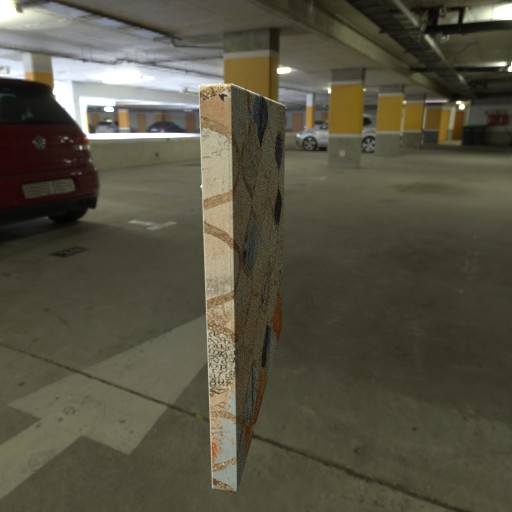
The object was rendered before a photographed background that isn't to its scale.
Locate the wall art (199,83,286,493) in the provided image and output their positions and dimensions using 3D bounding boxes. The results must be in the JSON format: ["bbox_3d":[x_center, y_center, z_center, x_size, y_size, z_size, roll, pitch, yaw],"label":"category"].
[{"bbox_3d":[0.000,0.000,0.756,0.038,0.508,0.507,3,17,9],"label":"wall art"}]
